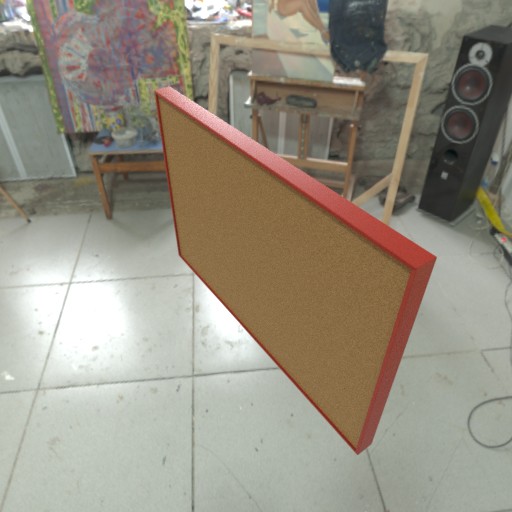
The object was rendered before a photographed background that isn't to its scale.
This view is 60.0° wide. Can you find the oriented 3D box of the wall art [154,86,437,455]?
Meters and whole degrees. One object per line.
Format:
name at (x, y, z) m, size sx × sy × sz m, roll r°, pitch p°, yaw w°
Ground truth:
wall art at (0.000, 0.000, 0.775) m, size 0.033 × 0.405 × 0.607 m, roll -25°, pitch 46°, yaw -26°
